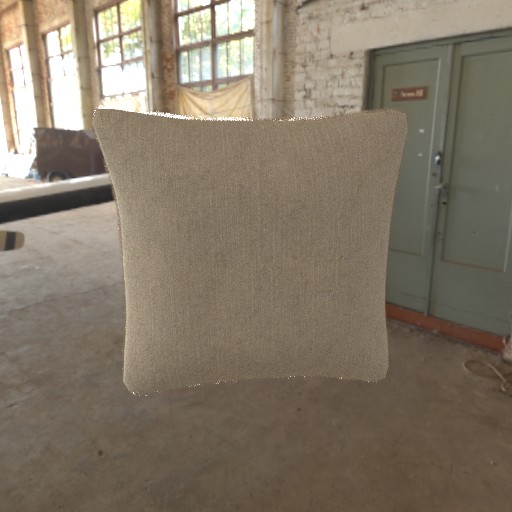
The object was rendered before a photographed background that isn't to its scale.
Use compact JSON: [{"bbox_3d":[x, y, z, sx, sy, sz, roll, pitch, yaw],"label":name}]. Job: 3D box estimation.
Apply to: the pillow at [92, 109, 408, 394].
[{"bbox_3d":[0.000,0.000,0.821,0.538,0.525,0.216,-2,15,-8],"label":"pillow"}]
